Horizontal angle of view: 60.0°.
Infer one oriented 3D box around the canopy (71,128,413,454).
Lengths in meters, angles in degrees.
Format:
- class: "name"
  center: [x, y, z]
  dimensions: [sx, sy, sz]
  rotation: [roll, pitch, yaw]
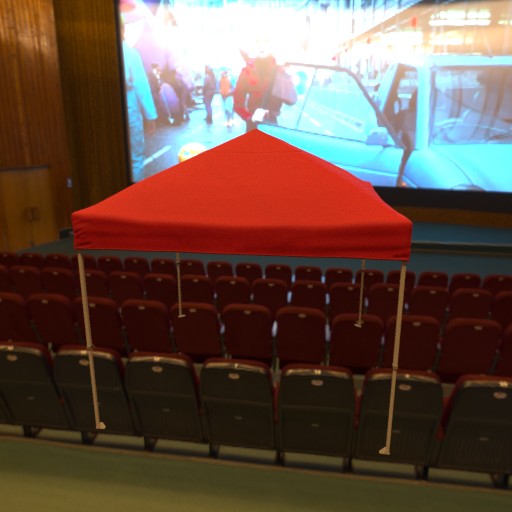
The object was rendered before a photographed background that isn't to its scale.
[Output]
- class: "canopy"
  center: [0.000, 0.000, 5.418]
  dimensions: [2.996, 2.997, 2.998]
  rotation: [2, 16, 7]
